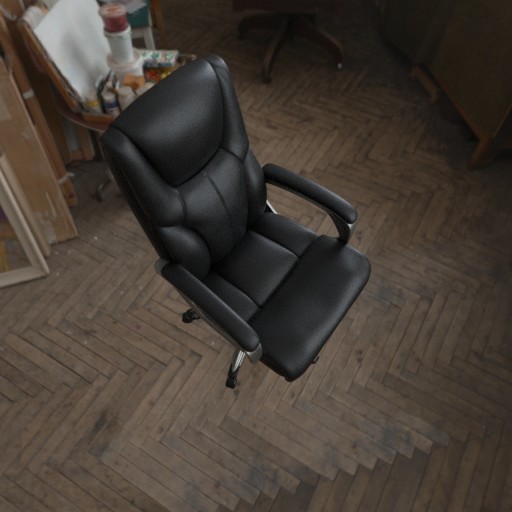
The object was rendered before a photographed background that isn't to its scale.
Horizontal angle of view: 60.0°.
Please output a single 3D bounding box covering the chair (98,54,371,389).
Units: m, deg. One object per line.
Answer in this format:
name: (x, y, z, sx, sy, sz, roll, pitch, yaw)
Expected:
chair: (0.000, 0.000, 1.609, 0.739, 1.155, 0.663, 32, 63, 19)
